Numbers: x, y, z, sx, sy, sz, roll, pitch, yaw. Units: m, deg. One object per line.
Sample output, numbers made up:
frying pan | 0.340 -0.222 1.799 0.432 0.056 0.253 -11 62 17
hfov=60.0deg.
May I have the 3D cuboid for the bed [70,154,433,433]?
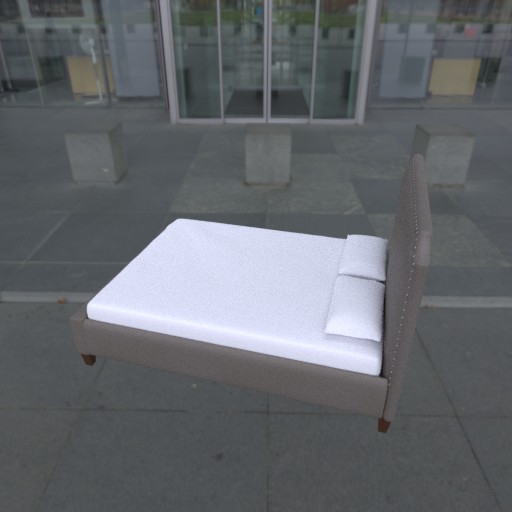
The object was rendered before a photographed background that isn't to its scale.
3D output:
bed | 0.000 0.000 3.516 2.372 1.443 1.712 8 31 14
